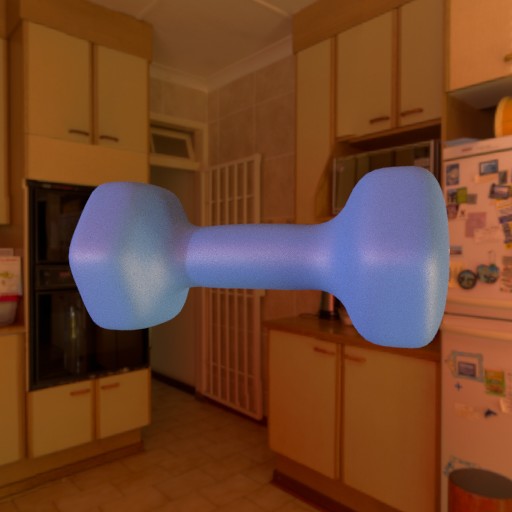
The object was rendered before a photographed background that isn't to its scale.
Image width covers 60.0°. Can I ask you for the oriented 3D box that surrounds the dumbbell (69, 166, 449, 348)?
[{"bbox_3d":[0.000,0.000,0.266,0.212,0.093,0.103,0,1,18],"label":"dumbbell"}]
